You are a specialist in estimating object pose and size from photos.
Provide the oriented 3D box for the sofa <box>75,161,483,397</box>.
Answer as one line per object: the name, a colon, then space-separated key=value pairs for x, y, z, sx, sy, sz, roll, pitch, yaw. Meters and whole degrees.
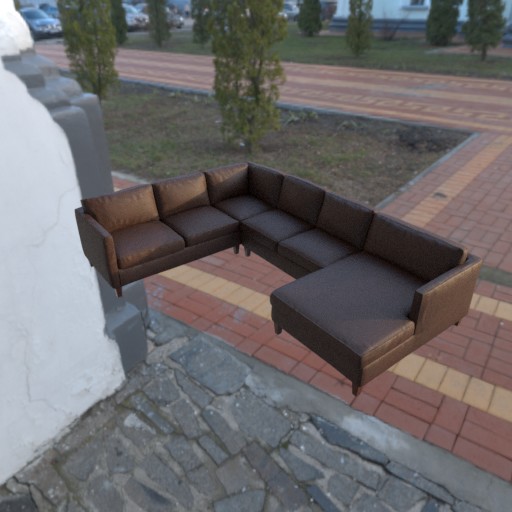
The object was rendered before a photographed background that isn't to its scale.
sofa: x=0.000 y=0.000 z=4.615 sx=2.593 sy=0.923 sz=3.460 roll=-21 pitch=36 yaw=-32
